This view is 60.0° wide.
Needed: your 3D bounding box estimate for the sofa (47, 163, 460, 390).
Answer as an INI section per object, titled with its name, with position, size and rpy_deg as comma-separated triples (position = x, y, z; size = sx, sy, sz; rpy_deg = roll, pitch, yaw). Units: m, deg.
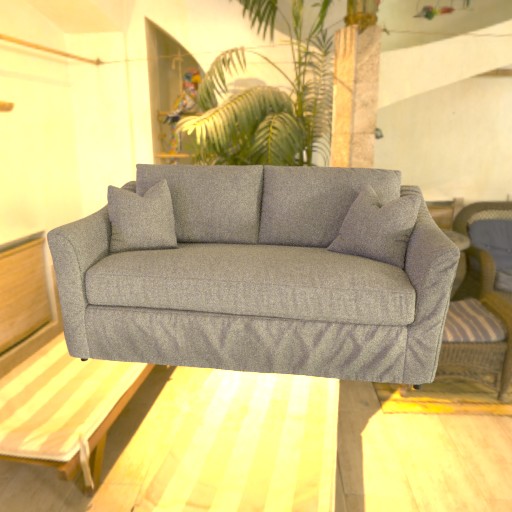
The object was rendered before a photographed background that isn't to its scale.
[sofa]
position = 0.000, 0.000, 2.624
size = 2.010, 1.018, 1.072
rpy_deg = 2, 16, 9
